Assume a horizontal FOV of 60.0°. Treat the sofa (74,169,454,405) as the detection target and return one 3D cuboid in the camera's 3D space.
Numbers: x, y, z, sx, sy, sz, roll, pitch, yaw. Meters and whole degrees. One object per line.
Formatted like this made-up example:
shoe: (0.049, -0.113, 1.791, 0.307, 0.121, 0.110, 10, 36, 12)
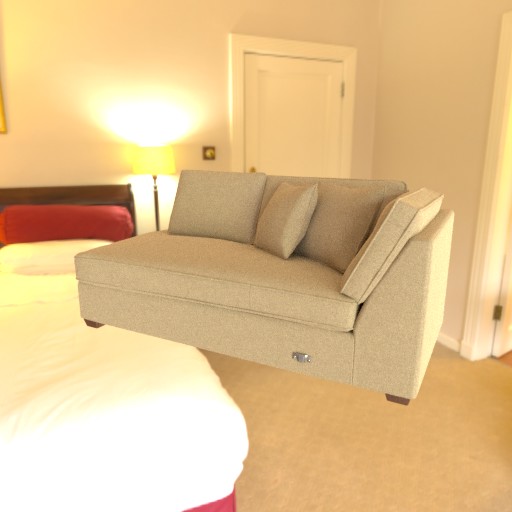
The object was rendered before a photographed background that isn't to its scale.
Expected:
sofa: (0.000, 0.000, 2.884, 2.237, 1.033, 1.110, 7, 16, 27)
